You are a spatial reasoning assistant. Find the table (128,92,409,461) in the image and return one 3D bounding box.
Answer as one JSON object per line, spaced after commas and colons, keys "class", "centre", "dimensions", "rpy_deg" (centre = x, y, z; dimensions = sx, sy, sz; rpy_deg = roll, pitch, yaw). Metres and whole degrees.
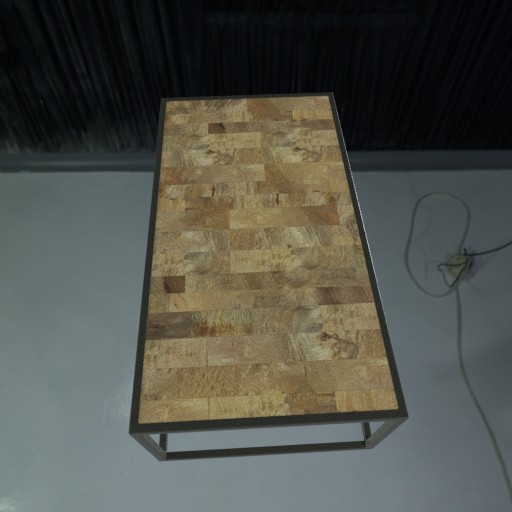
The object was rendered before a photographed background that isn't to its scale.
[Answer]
{"class": "table", "centre": [0.000, 0.000, 1.515], "dimensions": [0.649, 0.398, 1.199], "rpy_deg": [-3, 57, -2]}
